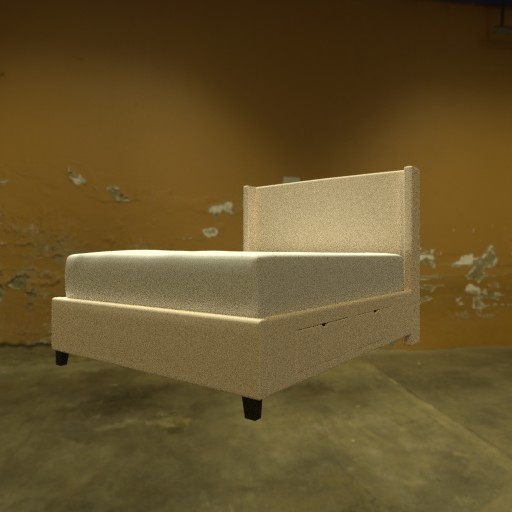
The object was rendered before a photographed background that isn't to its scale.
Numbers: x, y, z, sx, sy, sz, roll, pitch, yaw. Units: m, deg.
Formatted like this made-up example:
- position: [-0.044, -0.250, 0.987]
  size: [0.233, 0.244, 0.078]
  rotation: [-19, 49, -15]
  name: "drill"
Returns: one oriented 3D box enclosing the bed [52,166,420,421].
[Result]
- position: [0.000, 0.000, 3.376]
  size: [1.765, 1.471, 2.280]
  rotation: [0, 0, 37]
  name: "bed"
